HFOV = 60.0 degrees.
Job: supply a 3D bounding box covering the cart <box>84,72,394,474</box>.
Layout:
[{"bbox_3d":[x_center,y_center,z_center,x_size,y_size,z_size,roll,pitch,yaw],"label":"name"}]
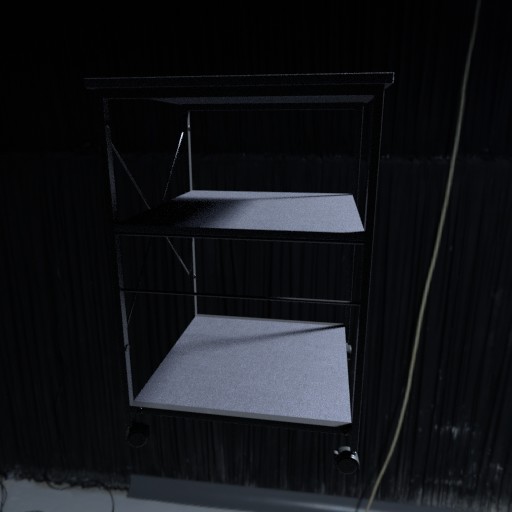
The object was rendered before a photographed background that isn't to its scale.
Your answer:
[{"bbox_3d":[0.000,0.000,1.080,0.520,0.762,0.521,3,16,9],"label":"cart"}]
